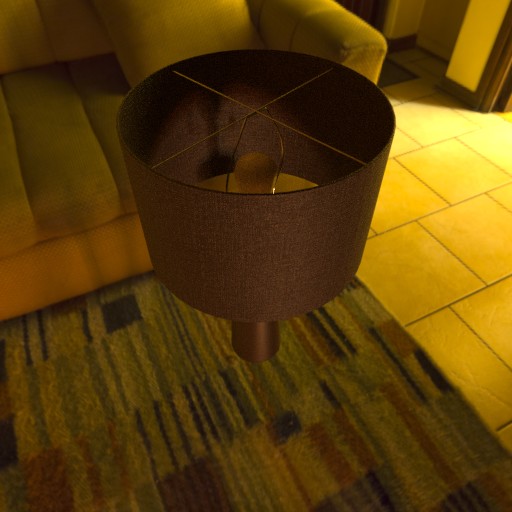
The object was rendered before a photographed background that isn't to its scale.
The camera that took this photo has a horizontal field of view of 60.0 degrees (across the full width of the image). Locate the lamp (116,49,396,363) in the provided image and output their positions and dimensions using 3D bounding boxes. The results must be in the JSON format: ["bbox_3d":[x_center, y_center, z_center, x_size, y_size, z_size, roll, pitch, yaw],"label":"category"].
[{"bbox_3d":[0.000,0.000,0.669,0.303,0.488,0.303,0,48,0],"label":"lamp"}]
